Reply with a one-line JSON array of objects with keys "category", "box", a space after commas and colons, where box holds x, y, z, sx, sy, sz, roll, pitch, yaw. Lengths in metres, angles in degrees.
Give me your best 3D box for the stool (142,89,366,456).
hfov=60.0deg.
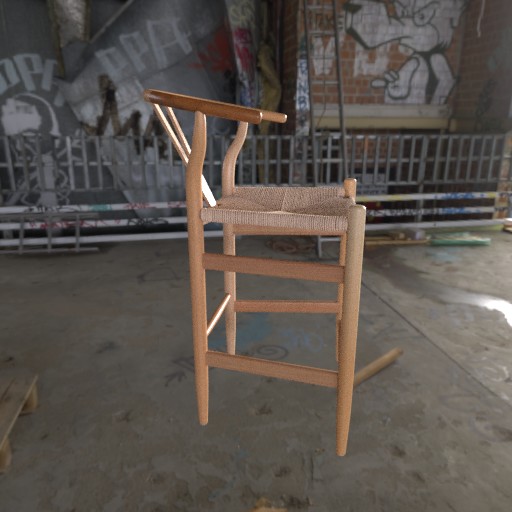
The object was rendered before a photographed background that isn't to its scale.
[{"category": "stool", "box": [0.000, 0.000, 1.309, 0.575, 0.923, 0.536, 3, 17, 9]}]
